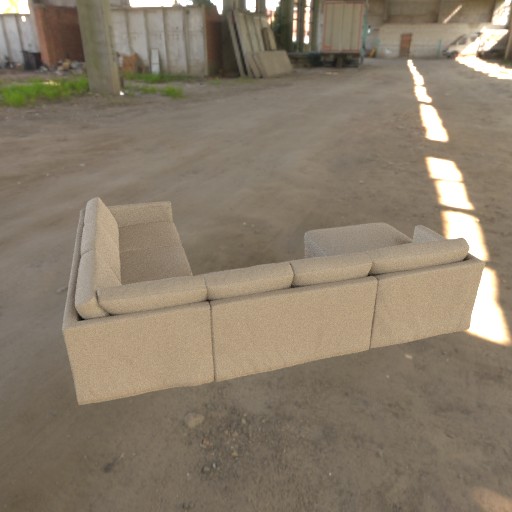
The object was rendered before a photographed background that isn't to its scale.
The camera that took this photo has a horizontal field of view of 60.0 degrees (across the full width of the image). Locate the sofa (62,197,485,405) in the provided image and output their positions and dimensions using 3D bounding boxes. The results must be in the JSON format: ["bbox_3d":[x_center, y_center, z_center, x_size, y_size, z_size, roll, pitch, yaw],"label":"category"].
[{"bbox_3d":[0.000,0.000,4.562,3.528,0.878,2.476,-8,27,-15],"label":"sofa"}]
